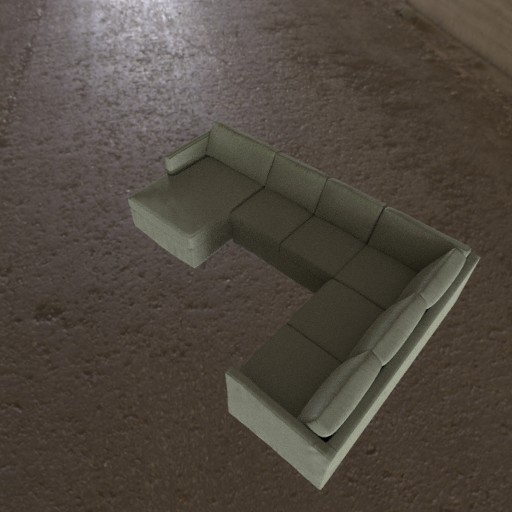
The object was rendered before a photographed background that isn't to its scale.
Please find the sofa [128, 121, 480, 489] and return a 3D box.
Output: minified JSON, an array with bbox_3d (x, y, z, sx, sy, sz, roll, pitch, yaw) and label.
[{"bbox_3d":[0.000,0.000,4.435,3.434,0.869,2.440,33,56,26],"label":"sofa"}]
